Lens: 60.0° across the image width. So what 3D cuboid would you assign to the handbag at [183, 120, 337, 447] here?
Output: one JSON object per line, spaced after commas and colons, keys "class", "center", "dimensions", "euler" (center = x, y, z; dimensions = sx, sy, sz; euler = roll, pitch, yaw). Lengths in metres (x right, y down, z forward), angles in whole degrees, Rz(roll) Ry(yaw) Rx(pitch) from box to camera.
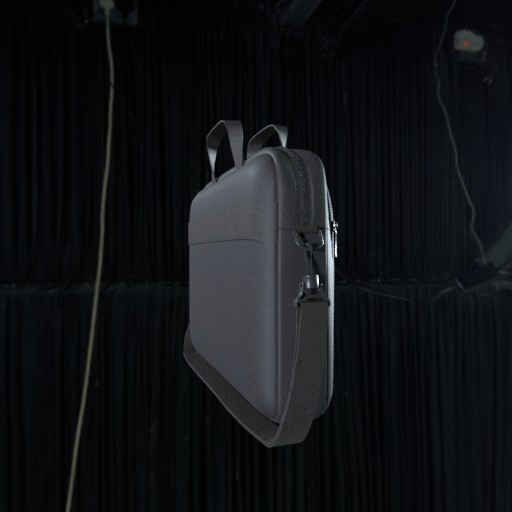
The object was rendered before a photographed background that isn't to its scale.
{"class": "handbag", "center": [0.000, 0.000, 0.572], "dimensions": [0.126, 0.330, 0.429], "euler": [0, 0, -20]}
